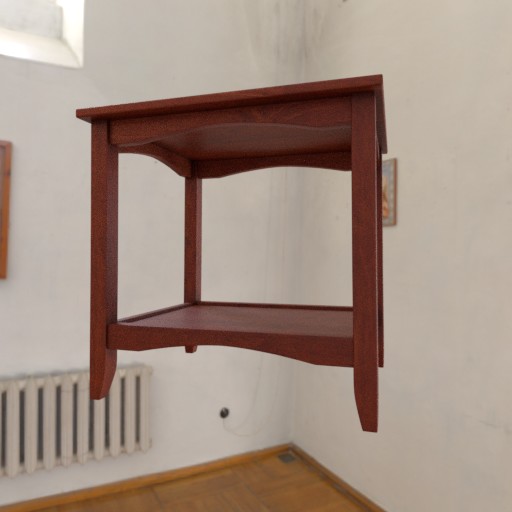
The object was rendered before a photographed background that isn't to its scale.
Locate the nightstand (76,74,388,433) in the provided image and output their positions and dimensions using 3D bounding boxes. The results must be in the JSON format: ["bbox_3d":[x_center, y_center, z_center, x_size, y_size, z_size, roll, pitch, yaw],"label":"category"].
[{"bbox_3d":[0.000,0.000,0.994,0.558,0.558,0.501,0,1,17],"label":"nightstand"}]
